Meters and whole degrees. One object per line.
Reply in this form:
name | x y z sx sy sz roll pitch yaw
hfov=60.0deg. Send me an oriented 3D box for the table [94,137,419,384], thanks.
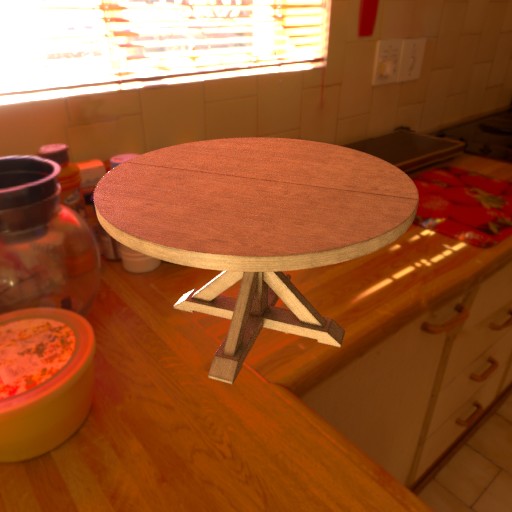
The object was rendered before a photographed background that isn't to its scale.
table | 0.000 0.000 2.140 1.363 0.781 1.363 0 30 0
